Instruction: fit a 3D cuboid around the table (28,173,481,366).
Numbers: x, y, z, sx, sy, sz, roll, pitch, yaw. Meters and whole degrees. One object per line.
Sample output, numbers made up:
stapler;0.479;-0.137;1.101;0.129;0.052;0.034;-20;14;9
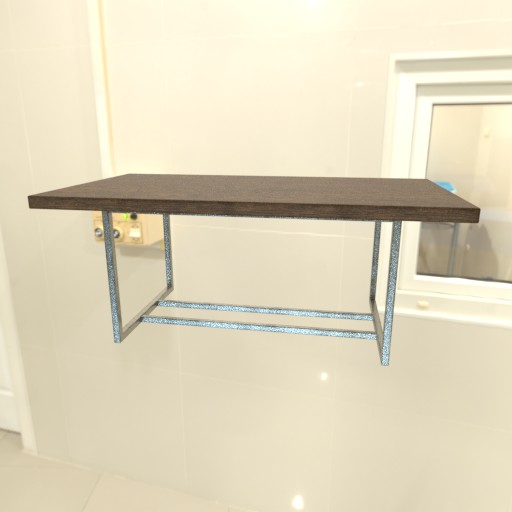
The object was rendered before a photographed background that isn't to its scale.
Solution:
table;0.000;0.000;2.531;1.989;0.795;1.078;3;16;9
